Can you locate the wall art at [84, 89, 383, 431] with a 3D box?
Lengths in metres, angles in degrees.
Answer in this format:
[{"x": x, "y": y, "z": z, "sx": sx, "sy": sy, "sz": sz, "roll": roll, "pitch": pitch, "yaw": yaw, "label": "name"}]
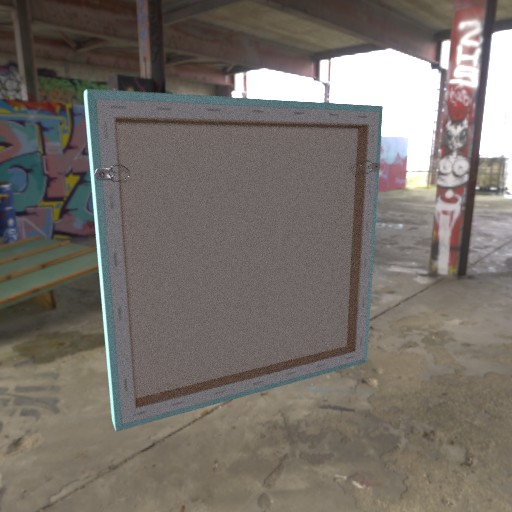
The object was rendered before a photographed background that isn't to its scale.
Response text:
[{"x": 0.000, "y": 0.000, "z": 1.599, "sx": 1.071, "sy": 1.073, "sz": 0.070, "roll": -7, "pitch": 15, "yaw": -27, "label": "wall art"}]
